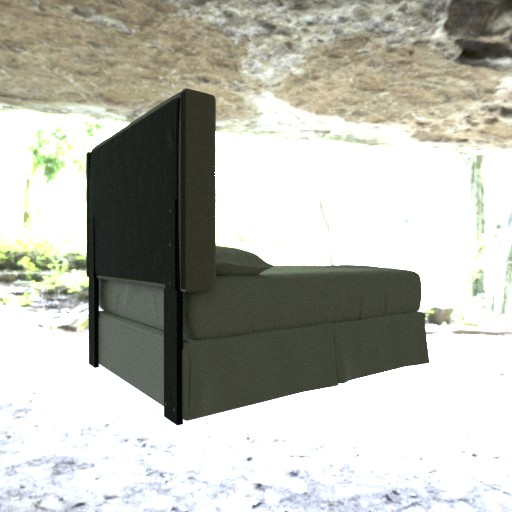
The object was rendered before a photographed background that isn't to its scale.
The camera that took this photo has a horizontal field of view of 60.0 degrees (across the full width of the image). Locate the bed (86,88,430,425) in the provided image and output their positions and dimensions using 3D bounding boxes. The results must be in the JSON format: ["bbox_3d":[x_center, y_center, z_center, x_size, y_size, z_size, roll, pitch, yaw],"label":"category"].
[{"bbox_3d":[0.000,0.000,3.400,2.066,1.665,1.719,0,0,-36],"label":"bed"}]
